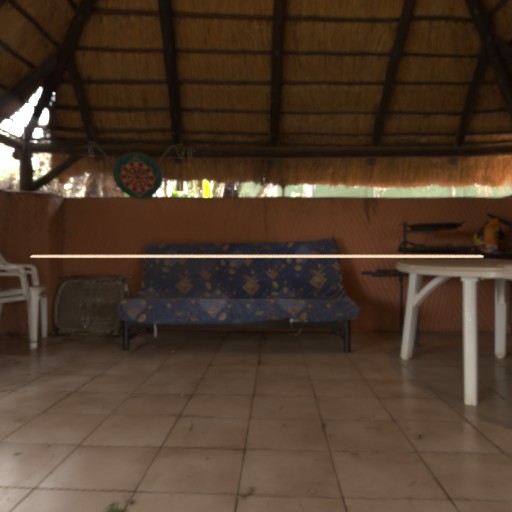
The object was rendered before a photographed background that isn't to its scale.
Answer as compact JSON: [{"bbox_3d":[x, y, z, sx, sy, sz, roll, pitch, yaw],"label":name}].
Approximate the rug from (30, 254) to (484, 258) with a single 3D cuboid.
[{"bbox_3d":[0.000,0.000,2.560,2.276,0.014,0.678,0,0,1],"label":"rug"}]
